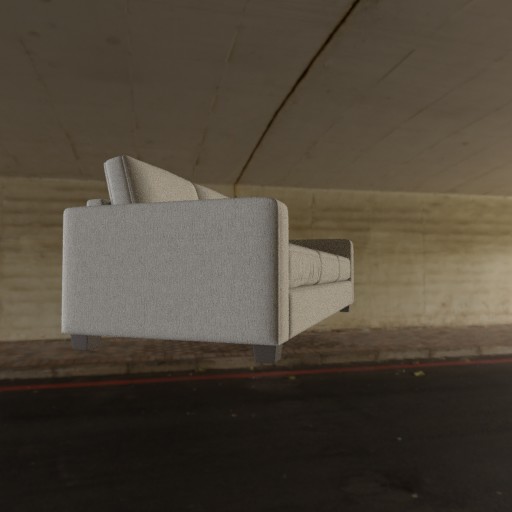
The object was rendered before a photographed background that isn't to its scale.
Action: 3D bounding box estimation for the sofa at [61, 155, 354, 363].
[{"bbox_3d":[0.000,0.000,2.609,0.900,0.800,2.160,-1,-2,19],"label":"sofa"}]
